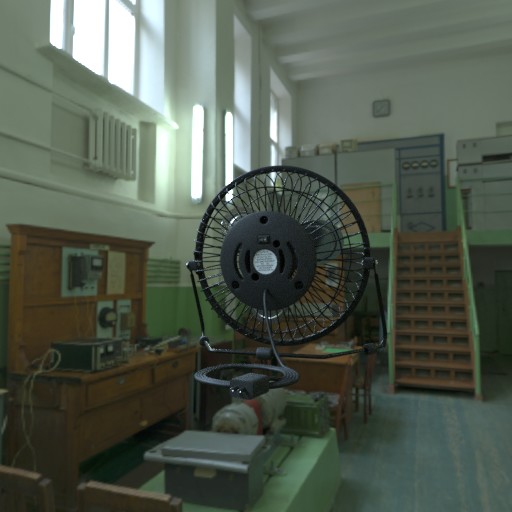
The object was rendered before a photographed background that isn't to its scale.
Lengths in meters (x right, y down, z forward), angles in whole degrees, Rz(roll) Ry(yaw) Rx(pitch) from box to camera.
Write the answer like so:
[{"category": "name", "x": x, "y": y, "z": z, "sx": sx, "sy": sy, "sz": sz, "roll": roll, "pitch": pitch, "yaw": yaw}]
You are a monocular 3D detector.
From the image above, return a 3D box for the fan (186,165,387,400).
[{"category": "fan", "x": 0.000, "y": 0.000, "z": 0.386, "sx": 0.209, "sy": 0.188, "sz": 0.227, "roll": -1, "pitch": -3, "yaw": 19}]
